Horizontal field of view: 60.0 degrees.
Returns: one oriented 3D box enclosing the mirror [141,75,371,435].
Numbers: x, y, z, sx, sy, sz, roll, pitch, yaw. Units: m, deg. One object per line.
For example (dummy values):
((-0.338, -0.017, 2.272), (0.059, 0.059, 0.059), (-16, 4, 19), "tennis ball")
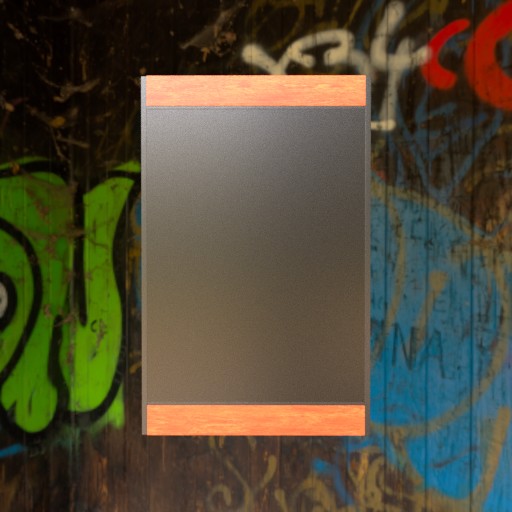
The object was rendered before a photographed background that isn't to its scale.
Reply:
((0.000, 0.000, 1.037), (0.525, 0.823, 0.047), (0, 1, 0), "mirror")
